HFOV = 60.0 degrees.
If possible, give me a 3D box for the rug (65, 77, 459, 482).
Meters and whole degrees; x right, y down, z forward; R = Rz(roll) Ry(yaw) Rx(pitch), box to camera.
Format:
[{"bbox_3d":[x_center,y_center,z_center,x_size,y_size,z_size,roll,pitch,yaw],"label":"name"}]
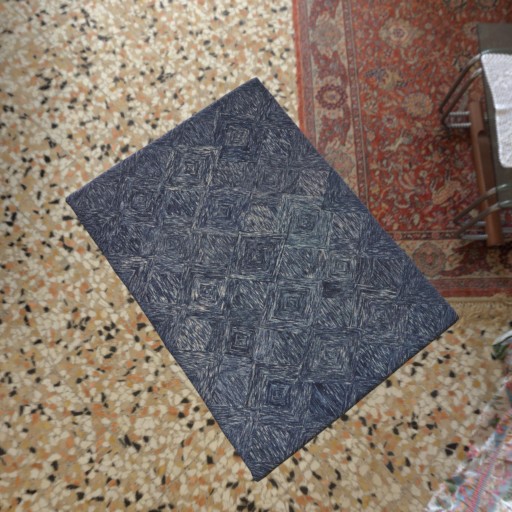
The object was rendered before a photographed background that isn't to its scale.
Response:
[{"bbox_3d":[0.000,0.000,4.275,2.385,0.024,3.245,-36,78,-9],"label":"rug"}]
